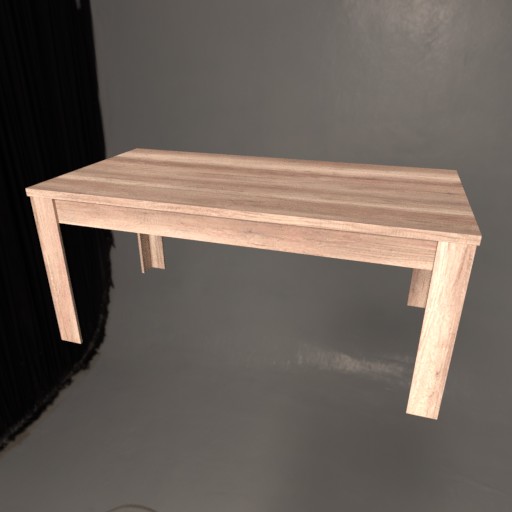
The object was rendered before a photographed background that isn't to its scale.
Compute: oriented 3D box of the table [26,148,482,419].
[{"bbox_3d":[0.000,0.000,2.220,1.800,0.790,0.900,8,26,16],"label":"table"}]
